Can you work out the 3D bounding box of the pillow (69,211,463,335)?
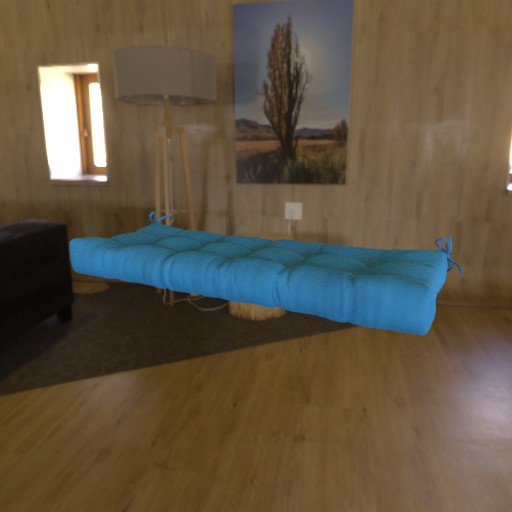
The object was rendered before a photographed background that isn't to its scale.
[{"bbox_3d":[0.000,0.000,1.411,1.194,0.174,0.511,7,16,26],"label":"pillow"}]
